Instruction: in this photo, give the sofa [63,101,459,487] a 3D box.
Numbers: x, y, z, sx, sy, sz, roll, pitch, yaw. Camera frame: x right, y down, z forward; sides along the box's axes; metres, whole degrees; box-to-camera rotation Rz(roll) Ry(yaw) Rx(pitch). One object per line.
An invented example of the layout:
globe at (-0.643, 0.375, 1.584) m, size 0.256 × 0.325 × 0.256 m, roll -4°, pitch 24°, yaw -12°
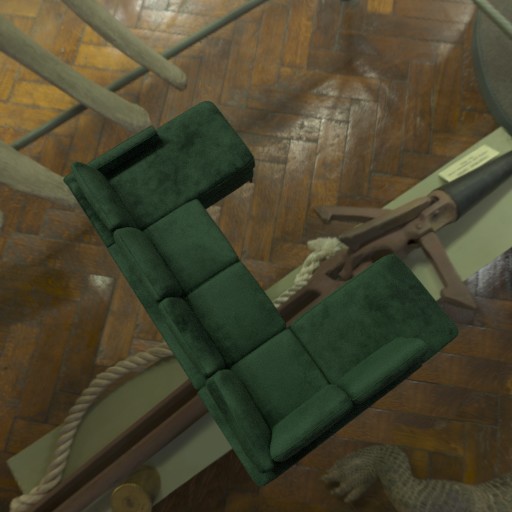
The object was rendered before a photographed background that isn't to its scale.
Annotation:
sofa at (0.000, 0.000, 3.781) m, size 1.992 × 0.861 × 2.994 m, roll -34°, pitch 78°, yaw -8°
